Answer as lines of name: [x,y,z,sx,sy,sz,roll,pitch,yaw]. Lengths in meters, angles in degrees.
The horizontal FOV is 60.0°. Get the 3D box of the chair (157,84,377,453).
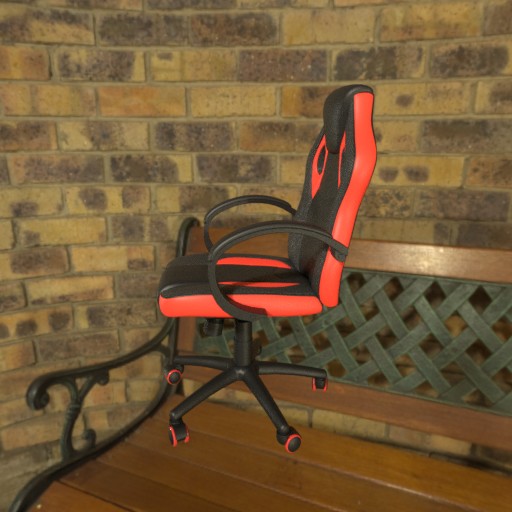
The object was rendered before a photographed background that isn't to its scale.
chair: [0.000,0.000,1.402,0.642,1.016,0.600,-2,16,-8]
